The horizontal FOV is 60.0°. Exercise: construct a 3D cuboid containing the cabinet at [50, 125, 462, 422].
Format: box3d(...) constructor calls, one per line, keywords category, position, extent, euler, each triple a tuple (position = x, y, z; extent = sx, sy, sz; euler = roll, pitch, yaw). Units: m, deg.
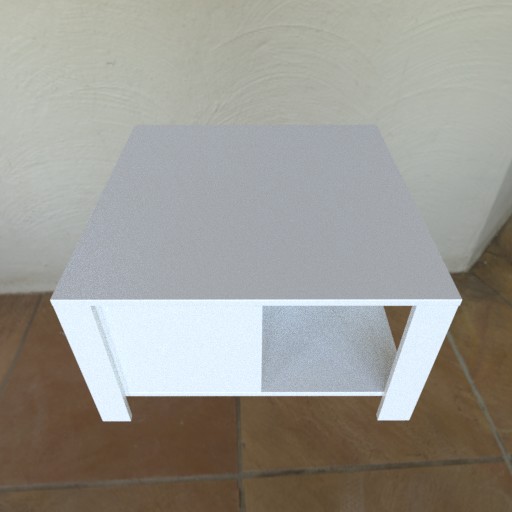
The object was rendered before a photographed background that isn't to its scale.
box3d(category="cabinet", position=(0.000, 0.000, 1.312), extent=(0.800, 0.460, 0.800), euler=(0, 41, 0))
